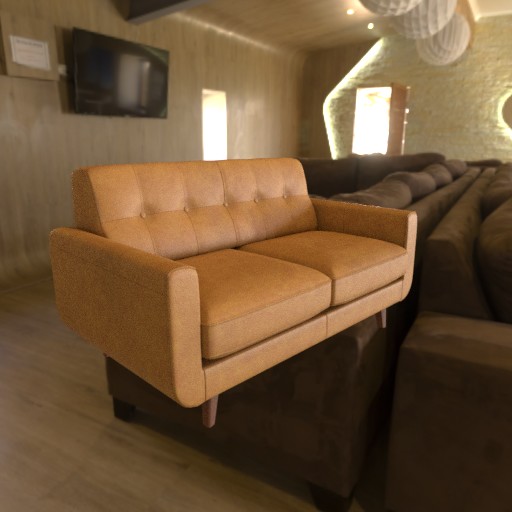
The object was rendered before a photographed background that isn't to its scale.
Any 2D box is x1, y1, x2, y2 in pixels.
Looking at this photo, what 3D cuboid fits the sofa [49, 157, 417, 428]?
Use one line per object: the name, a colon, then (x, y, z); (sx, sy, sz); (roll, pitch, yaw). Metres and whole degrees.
sofa: (0.000, 0.000, 2.225); (0.952, 0.925, 1.651); (14, 20, 43)
